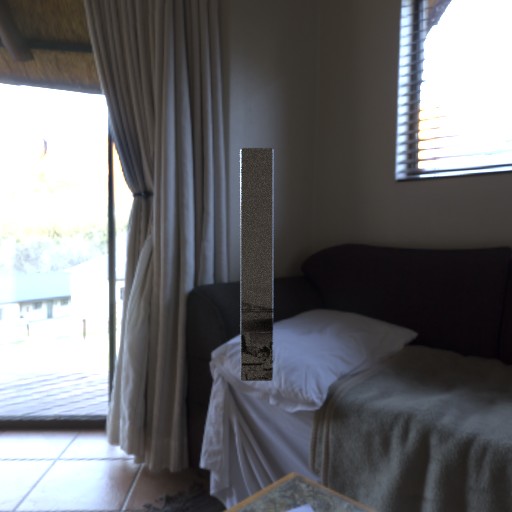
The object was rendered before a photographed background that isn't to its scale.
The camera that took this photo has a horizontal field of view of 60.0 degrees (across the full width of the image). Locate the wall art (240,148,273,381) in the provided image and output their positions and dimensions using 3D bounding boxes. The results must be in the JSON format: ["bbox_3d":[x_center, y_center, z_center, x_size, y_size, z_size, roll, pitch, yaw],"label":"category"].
[{"bbox_3d":[0.000,0.000,0.870,0.036,0.256,0.766,0,2,0],"label":"wall art"}]
